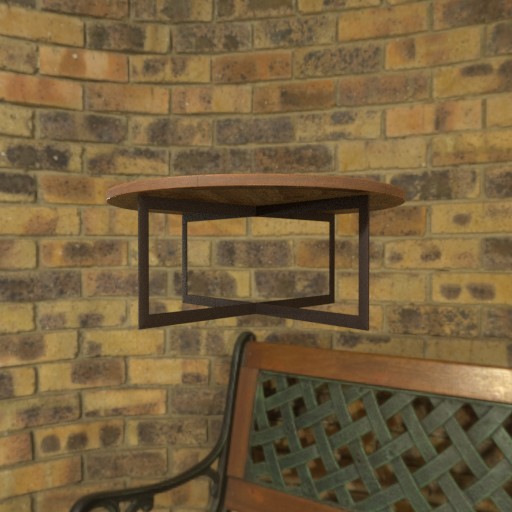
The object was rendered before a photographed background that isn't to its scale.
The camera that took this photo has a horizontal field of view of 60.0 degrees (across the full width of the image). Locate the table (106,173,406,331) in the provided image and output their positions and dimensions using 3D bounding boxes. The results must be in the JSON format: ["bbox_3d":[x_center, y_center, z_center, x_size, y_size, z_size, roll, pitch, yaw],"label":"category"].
[{"bbox_3d":[0.000,0.000,1.975,1.264,0.516,1.264,0,1,0],"label":"table"}]
